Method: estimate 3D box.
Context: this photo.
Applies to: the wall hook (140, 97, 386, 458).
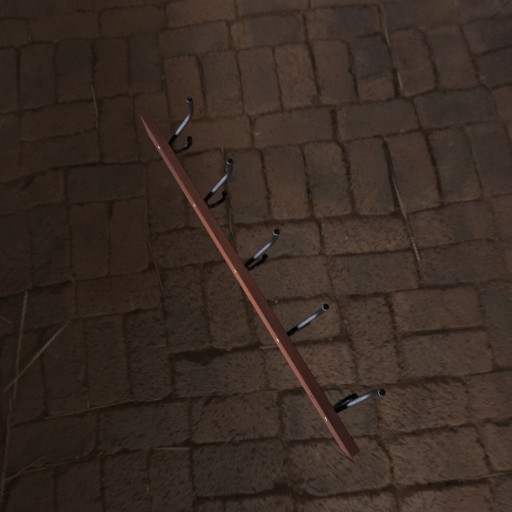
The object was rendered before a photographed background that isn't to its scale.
[{"bbox_3d":[0.000,0.000,0.624,0.071,0.117,0.571,-30,77,-8],"label":"wall hook"}]
